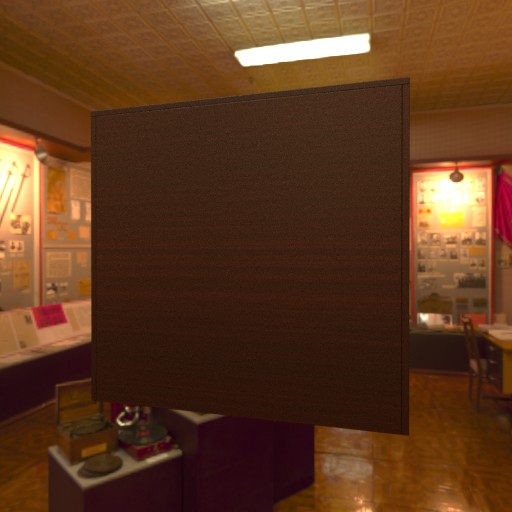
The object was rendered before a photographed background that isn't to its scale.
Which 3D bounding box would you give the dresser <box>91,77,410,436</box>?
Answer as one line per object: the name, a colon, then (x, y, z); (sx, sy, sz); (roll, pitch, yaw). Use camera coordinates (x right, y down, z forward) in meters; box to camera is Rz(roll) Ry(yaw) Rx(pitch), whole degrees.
dresser: (0.000, 0.000, 1.168); (0.750, 0.720, 0.360); (0, 0, 17)
